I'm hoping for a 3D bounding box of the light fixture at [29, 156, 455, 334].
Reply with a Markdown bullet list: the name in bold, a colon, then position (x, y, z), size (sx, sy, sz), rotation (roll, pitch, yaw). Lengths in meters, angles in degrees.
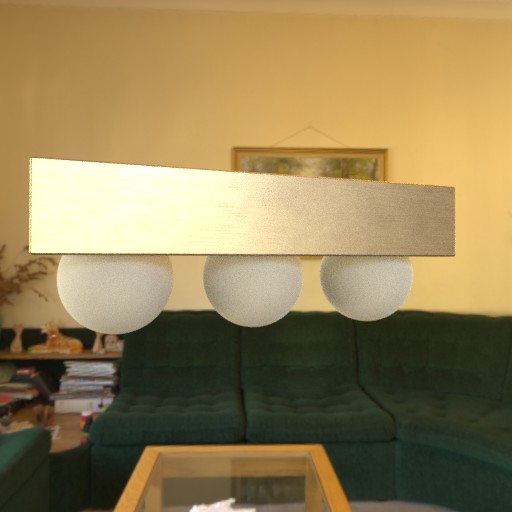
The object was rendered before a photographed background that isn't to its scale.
- **light fixture**: position (0.000, 0.000, 0.816), size (0.721, 0.263, 0.218), rotation (0, -1, -20)
